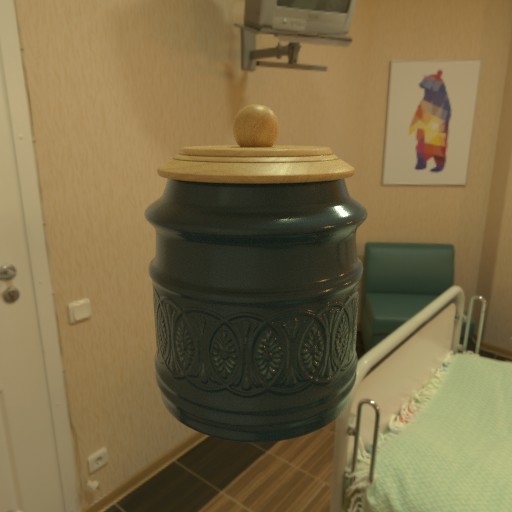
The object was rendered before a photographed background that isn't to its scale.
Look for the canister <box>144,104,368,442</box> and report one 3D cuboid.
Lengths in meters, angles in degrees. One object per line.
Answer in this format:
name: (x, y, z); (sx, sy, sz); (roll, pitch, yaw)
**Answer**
canister: (0.000, 0.000, 0.273); (0.130, 0.176, 0.130); (0, 15, 0)
